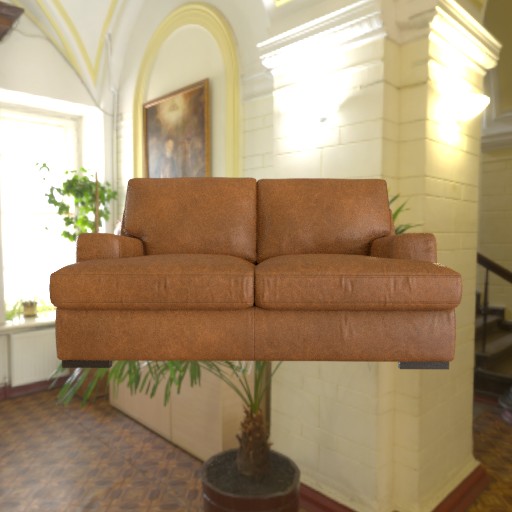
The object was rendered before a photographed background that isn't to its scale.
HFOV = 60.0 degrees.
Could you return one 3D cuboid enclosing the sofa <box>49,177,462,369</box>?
[{"bbox_3d":[0.000,0.000,2.482,1.880,0.966,1.144,0,3,1],"label":"sofa"}]
